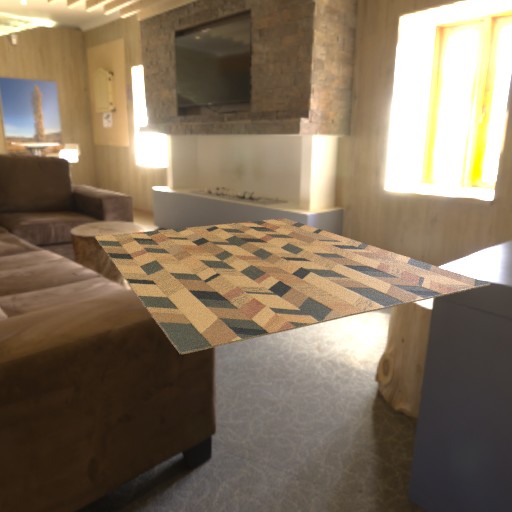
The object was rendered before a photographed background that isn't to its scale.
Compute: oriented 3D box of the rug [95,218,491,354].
[{"bbox_3d":[0.000,0.000,4.118,2.451,0.011,3.072,-8,17,-26],"label":"rug"}]
